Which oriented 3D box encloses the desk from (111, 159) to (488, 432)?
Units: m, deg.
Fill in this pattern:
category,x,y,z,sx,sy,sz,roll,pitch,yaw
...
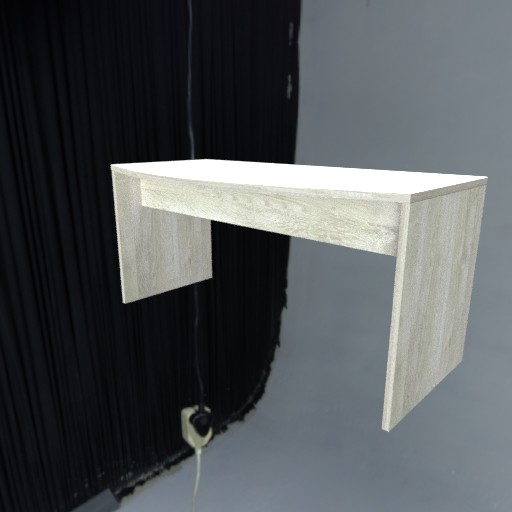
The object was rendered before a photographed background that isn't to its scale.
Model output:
category,x,y,z,sx,sy,sz,roll,pitch,yaw
desk,0.000,0.000,1.990,1.600,0.752,0.802,14,21,42
